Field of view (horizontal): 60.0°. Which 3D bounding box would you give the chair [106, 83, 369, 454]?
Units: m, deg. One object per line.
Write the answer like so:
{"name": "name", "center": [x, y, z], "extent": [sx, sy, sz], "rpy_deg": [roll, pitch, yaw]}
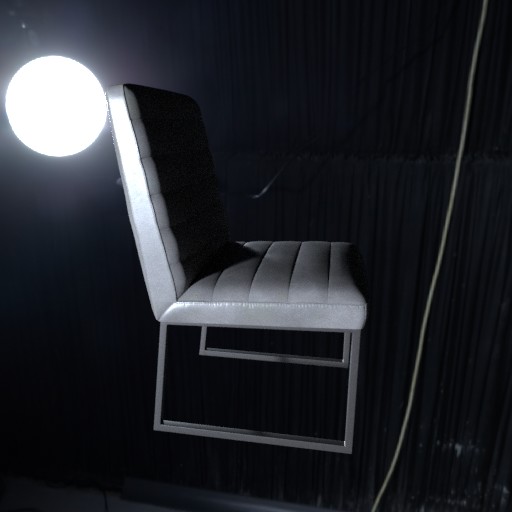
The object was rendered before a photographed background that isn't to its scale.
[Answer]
{"name": "chair", "center": [0.000, 0.000, 1.312], "extent": [0.634, 0.930, 0.520], "rpy_deg": [3, 16, 10]}
